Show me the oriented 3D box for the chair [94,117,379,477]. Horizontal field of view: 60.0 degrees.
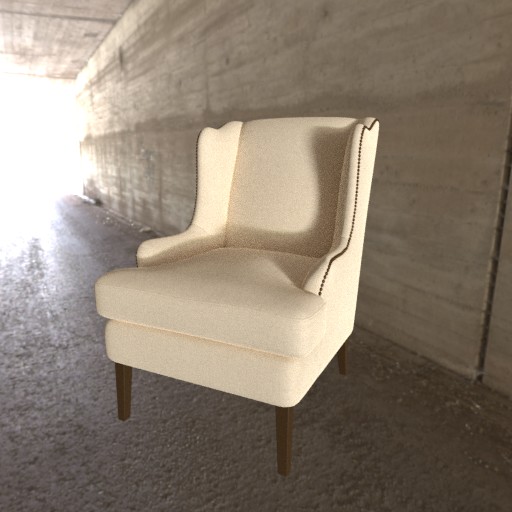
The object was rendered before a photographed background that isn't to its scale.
[{"bbox_3d":[0.000,0.000,1.650,0.737,1.029,0.940,7,15,25],"label":"chair"}]
